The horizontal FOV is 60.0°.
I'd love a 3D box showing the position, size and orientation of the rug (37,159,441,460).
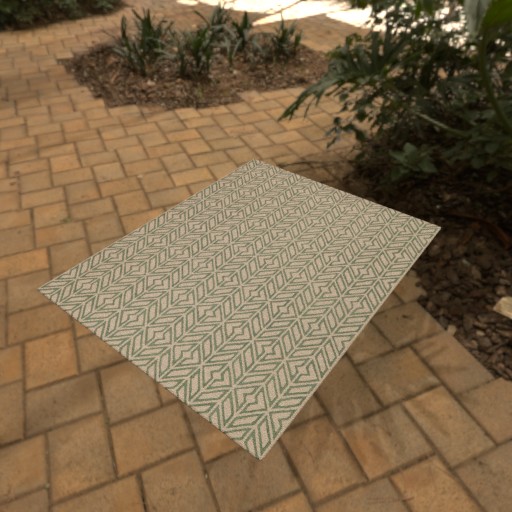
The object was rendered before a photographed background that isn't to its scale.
[{"bbox_3d":[0.000,0.000,4.185,2.441,0.017,3.050,26,46,28],"label":"rug"}]
